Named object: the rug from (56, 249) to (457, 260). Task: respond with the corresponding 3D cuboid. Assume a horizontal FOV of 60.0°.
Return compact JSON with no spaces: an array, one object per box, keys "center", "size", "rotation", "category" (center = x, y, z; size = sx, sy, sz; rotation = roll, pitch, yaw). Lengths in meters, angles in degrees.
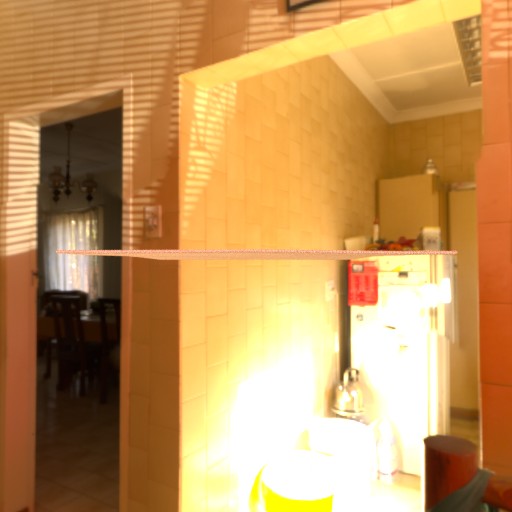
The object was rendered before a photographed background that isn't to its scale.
[{"center":[0.000,0.000,4.267],"size":[2.434,0.045,3.202],"rotation":[0,-1,0],"category":"rug"}]
